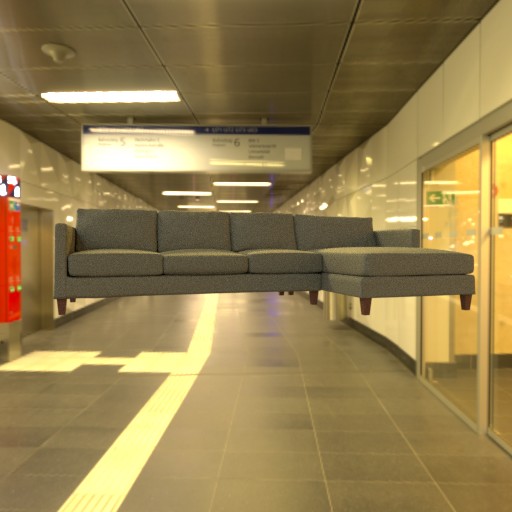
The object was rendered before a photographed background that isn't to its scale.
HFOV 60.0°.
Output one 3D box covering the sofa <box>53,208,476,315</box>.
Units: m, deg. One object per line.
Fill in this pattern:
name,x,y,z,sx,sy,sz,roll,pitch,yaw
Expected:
sofa,0.000,0.000,3.822,3.186,0.861,1.625,0,1,-17
